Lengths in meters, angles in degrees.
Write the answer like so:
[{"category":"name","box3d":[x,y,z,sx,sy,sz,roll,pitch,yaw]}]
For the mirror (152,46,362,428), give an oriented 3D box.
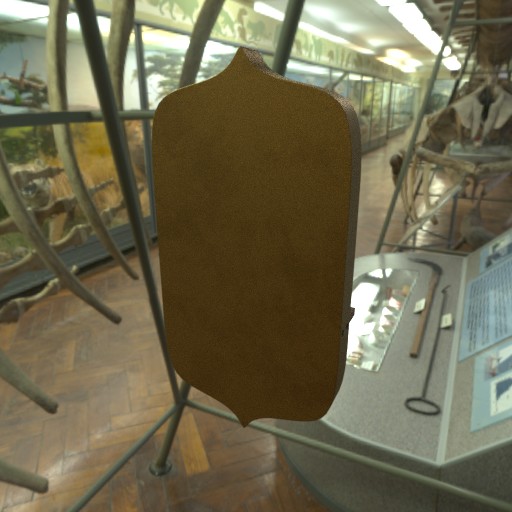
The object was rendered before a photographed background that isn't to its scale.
[{"category":"mirror","box3d":[0.000,0.000,0.723,0.323,0.613,0.096,9,21,25]}]
